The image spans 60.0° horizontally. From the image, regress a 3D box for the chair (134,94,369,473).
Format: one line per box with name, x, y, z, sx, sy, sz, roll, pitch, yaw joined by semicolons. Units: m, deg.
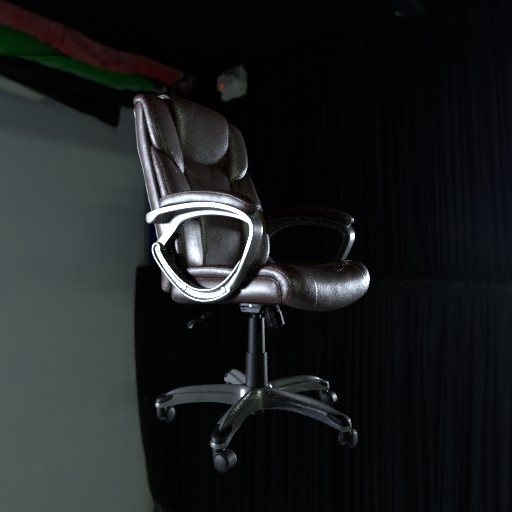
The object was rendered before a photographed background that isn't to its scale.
chair;0.000;0.000;1.487;0.692;1.128;0.656;0;1;36
